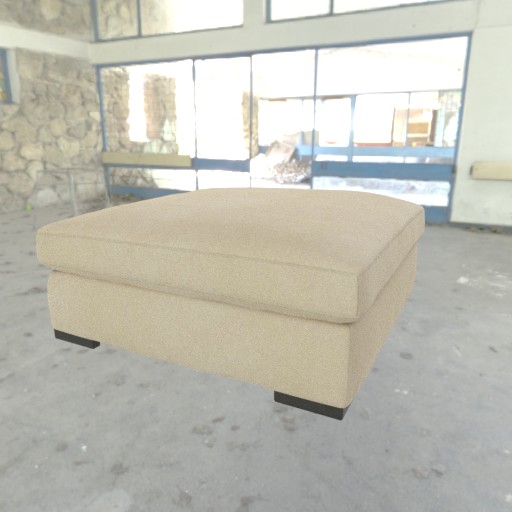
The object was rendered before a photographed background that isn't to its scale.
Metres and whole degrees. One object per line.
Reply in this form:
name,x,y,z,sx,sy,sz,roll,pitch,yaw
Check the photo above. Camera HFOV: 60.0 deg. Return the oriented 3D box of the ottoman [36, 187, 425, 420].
ottoman,0.000,0.000,1.855,1.190,0.522,1.205,7,17,26
